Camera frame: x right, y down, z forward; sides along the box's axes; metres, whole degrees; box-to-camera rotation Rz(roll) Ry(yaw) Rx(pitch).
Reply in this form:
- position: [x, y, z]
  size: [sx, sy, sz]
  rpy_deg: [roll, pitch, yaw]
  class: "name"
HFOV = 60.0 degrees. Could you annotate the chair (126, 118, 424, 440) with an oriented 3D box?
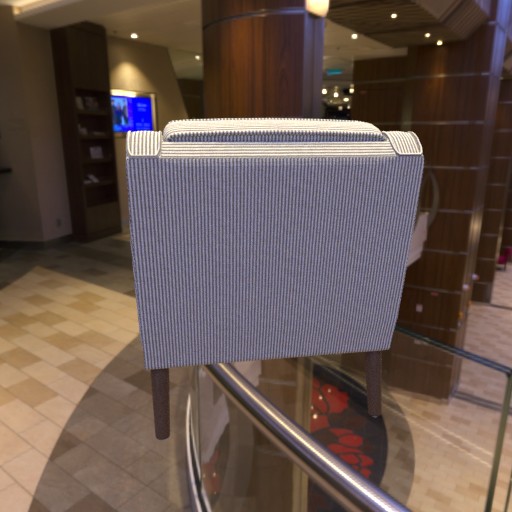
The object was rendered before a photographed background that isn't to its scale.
- position: [0.000, 0.000, 1.364]
  size: [0.663, 0.792, 0.743]
  rpy_deg: [-3, 15, -9]
  class: "chair"
